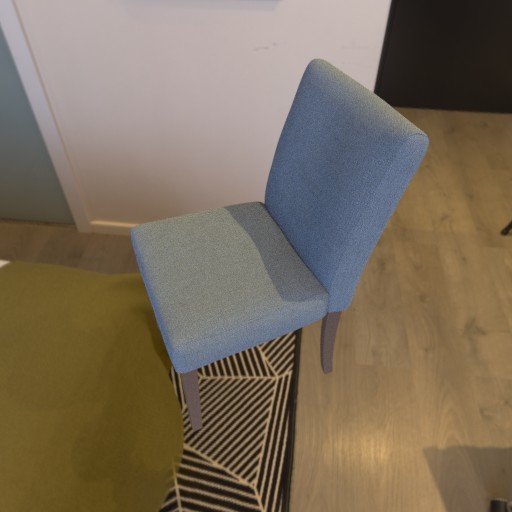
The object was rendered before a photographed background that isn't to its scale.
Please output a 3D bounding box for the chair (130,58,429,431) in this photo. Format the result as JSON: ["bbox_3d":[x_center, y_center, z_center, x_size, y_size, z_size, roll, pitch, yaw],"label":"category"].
[{"bbox_3d":[0.000,0.000,1.266,0.629,0.882,0.487,-17,48,-16],"label":"chair"}]
